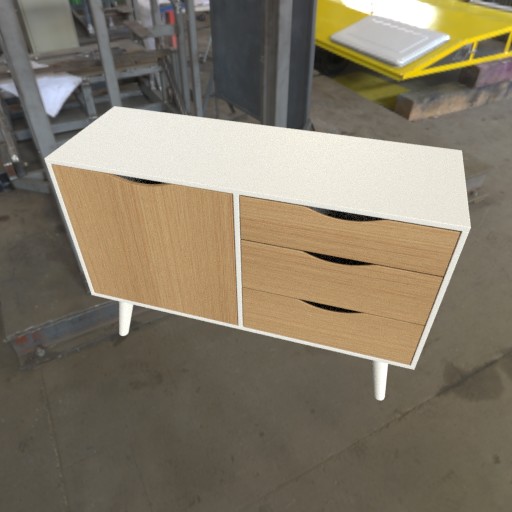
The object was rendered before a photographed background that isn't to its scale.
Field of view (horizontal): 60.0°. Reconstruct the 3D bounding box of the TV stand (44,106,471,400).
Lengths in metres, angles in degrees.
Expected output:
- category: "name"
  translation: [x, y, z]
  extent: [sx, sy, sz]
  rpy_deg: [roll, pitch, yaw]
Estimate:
- category: "TV stand"
  translation: [0.000, 0.000, 1.603]
  extent: [1.193, 0.812, 0.406]
  rpy_deg: [11, 42, 12]
